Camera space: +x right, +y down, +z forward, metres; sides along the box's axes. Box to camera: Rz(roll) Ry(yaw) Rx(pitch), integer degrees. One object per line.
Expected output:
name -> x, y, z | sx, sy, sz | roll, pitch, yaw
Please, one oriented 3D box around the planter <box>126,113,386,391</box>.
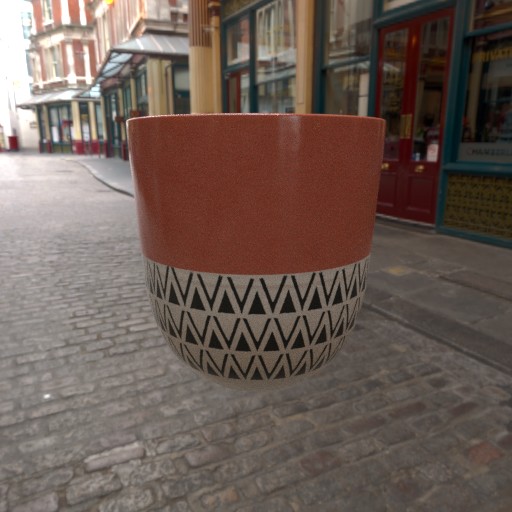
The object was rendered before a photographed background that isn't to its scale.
planter -> 0.000, 0.000, 0.370 | 0.195, 0.214, 0.195 | 0, 14, 0
